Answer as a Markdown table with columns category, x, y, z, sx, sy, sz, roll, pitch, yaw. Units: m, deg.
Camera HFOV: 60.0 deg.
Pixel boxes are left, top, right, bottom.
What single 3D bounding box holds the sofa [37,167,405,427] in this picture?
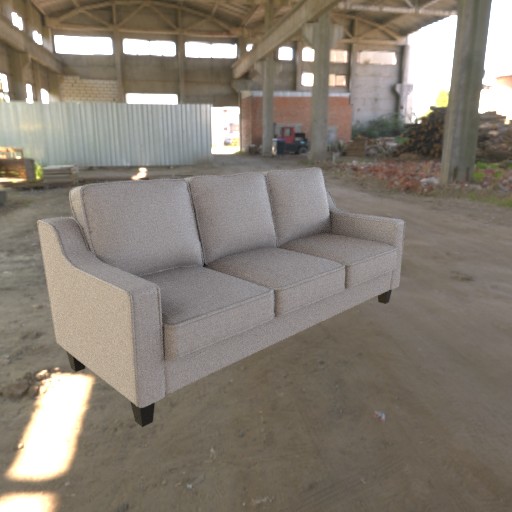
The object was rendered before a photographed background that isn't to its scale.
| category | x | y | z | sx | sy | sz | roll | pitch | yaw |
| --- | --- | --- | --- | --- | --- | --- | --- | --- | --- |
| sofa | 0.000 | 0.000 | 2.649 | 0.899 | 0.950 | 2.129 | 14 | 20 | 43 |
